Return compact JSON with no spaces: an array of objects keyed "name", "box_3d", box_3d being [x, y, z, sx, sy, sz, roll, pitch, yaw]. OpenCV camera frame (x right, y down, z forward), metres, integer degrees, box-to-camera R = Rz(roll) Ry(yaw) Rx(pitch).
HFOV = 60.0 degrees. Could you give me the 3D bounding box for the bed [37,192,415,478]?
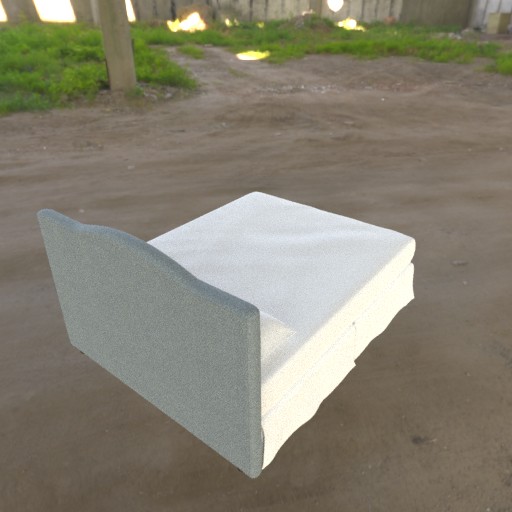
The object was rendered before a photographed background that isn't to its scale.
[{"name":"bed","box_3d":[0.000,0.000,3.961,2.161,1.457,2.689,22,36,32]}]
